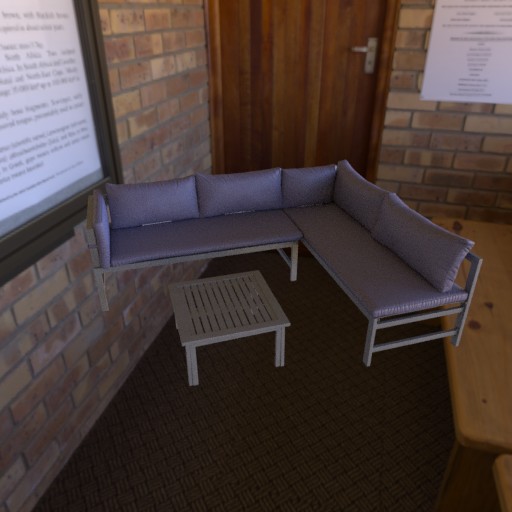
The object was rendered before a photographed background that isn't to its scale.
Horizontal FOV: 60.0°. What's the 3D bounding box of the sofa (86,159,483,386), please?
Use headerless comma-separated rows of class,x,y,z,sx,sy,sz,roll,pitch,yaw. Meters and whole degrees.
sofa,0.000,0.000,3.016,2.149,0.762,1.658,-8,30,-15
